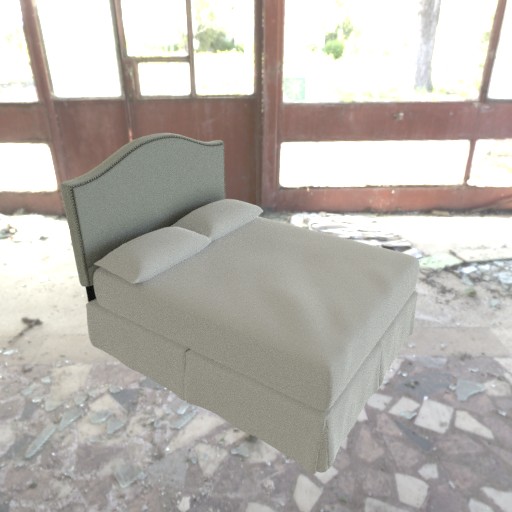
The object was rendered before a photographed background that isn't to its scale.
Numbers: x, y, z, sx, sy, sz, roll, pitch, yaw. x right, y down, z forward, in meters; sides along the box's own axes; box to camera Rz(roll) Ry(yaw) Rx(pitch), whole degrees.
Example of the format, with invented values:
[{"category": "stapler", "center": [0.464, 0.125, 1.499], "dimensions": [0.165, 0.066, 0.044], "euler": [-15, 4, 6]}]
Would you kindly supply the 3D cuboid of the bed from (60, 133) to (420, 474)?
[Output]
[{"category": "bed", "center": [0.000, 0.000, 3.419], "dimensions": [2.180, 1.607, 1.813], "euler": [17, 31, 30]}]
